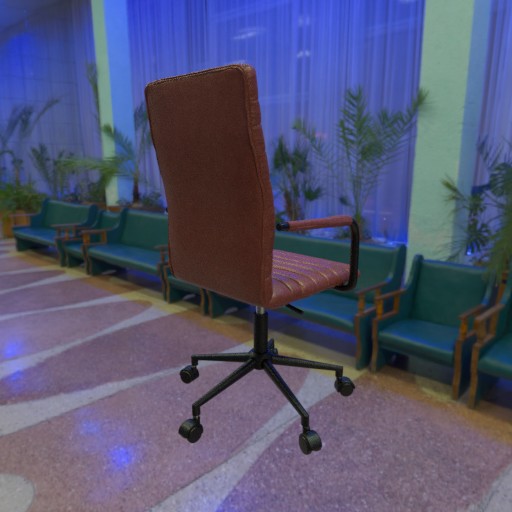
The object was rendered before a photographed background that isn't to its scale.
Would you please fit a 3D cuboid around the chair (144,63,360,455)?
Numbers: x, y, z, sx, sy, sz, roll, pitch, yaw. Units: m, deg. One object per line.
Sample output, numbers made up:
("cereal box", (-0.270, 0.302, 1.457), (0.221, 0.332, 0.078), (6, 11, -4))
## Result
("chair", (0.000, 0.000, 1.323), (0.580, 0.979, 0.608), (-12, 18, -43))
